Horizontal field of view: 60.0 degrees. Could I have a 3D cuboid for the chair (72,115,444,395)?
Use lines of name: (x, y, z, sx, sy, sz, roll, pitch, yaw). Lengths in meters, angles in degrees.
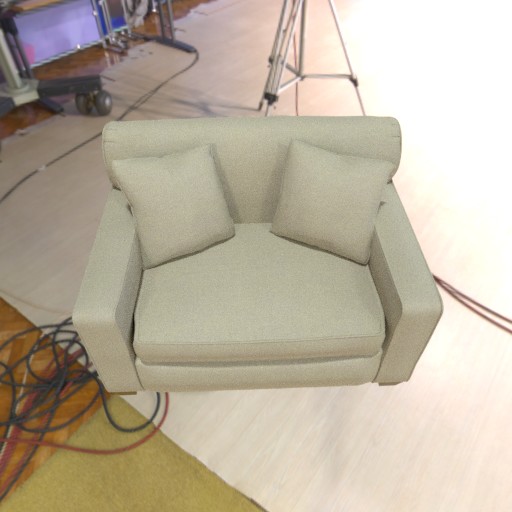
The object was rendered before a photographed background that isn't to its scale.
chair: (0.000, 0.000, 2.047, 1.383, 0.948, 1.000, -2, 46, -2)
